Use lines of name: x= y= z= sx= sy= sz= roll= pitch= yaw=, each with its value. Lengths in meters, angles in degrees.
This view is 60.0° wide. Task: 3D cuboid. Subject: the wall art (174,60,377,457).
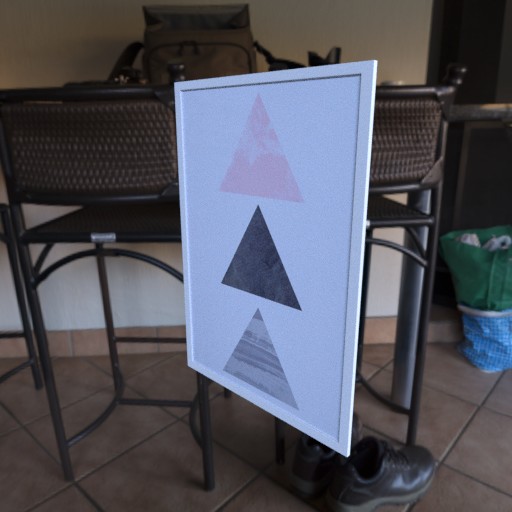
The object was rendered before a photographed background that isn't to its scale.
wall art: x=0.000 y=0.000 z=1.229 sx=0.659 sy=0.940 sz=0.013 roll=15 pitch=22 yaw=42
